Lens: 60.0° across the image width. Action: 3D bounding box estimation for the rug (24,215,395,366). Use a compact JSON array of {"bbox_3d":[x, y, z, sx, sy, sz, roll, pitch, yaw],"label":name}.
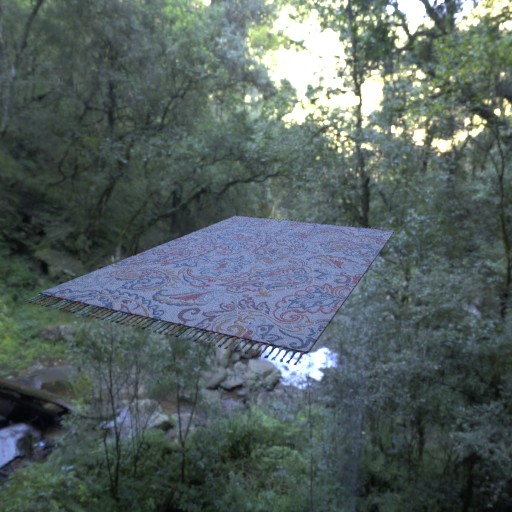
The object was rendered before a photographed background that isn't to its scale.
[{"bbox_3d":[0.000,0.000,2.456,1.218,0.010,1.997,8,18,24],"label":"rug"}]
